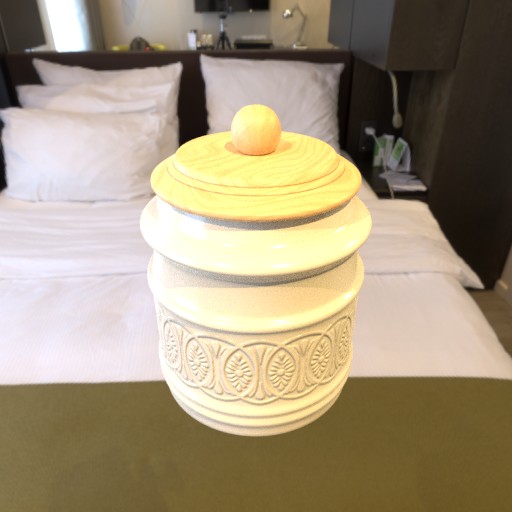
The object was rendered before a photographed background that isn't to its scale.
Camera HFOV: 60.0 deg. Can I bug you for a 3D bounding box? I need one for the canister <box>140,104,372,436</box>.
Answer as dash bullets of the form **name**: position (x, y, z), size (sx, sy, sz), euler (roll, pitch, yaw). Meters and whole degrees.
- **canister**: position (0.000, 0.000, 0.269), size (0.130, 0.176, 0.130), euler (0, 31, 0)
